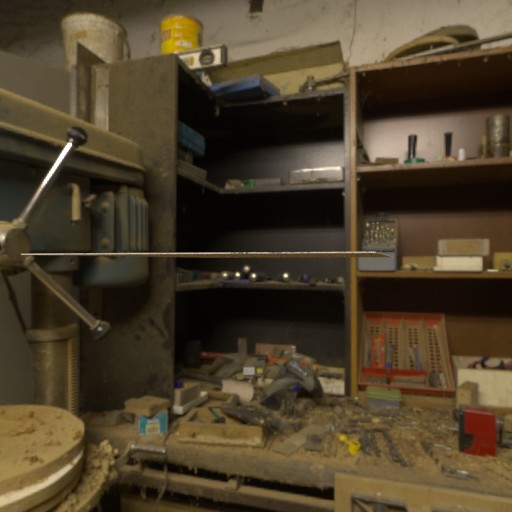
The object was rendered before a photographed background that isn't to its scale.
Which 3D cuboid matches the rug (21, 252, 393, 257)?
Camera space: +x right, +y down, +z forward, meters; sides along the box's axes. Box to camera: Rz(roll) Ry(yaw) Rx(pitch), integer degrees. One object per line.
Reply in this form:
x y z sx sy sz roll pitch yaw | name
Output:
0.000 0.000 4.271 2.438 0.006 3.197 0 -1 19 | rug
